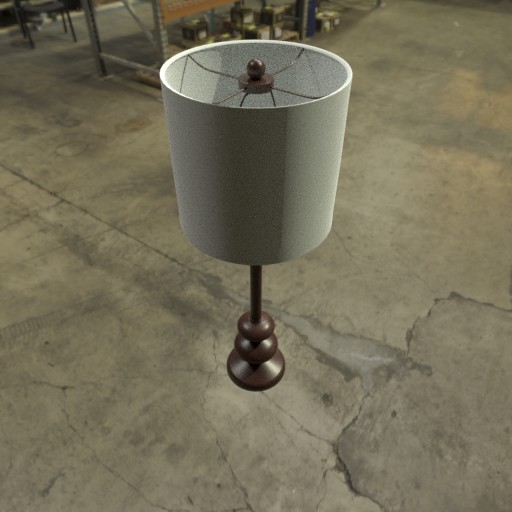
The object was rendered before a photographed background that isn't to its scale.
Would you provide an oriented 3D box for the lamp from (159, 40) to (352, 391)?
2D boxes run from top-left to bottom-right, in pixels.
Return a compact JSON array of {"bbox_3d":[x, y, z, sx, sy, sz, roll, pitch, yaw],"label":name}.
[{"bbox_3d":[0.000,0.000,0.809,0.254,0.690,0.254,26,48,26],"label":"lamp"}]
